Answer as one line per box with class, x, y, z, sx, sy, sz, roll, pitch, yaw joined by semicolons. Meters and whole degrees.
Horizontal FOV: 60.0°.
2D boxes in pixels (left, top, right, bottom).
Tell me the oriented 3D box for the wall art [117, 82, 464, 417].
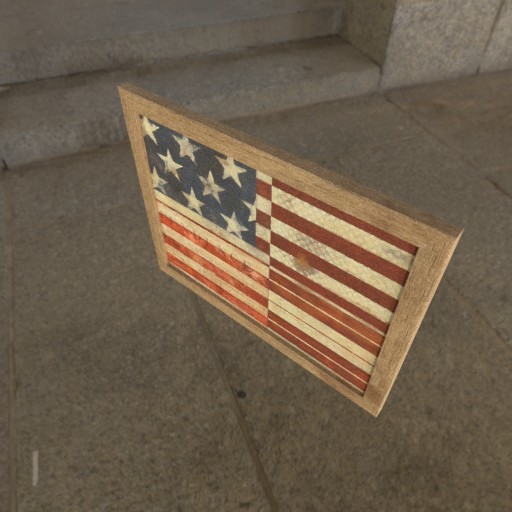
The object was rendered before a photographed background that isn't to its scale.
wall art;0.000;0.000;0.924;0.690;0.535;0.026;30;53;26
